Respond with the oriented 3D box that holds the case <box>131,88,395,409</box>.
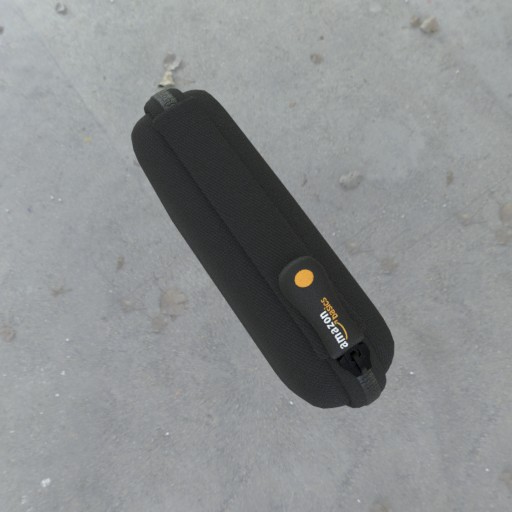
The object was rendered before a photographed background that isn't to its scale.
[{"bbox_3d":[0.000,0.000,0.178,0.038,0.105,0.132,-34,78,-8],"label":"case"}]
